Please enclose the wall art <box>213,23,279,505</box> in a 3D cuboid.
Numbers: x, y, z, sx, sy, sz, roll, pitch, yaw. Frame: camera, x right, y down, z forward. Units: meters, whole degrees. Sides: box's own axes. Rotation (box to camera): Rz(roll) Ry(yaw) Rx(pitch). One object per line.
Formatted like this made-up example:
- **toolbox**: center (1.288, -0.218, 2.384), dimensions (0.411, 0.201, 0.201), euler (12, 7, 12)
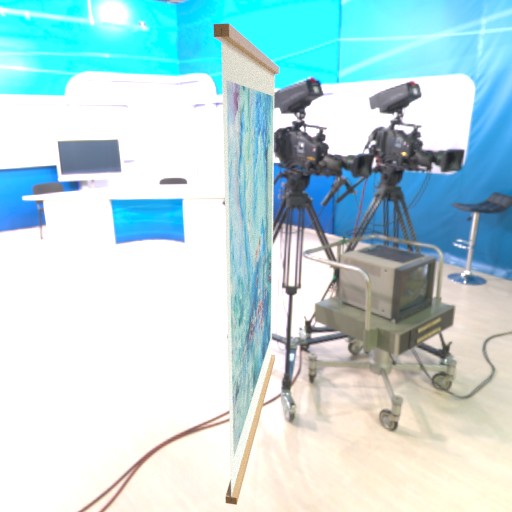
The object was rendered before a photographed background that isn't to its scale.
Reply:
- **wall art**: center (0.000, 0.000, 0.725), dimensions (0.016, 0.611, 0.401), euler (3, 17, 10)
